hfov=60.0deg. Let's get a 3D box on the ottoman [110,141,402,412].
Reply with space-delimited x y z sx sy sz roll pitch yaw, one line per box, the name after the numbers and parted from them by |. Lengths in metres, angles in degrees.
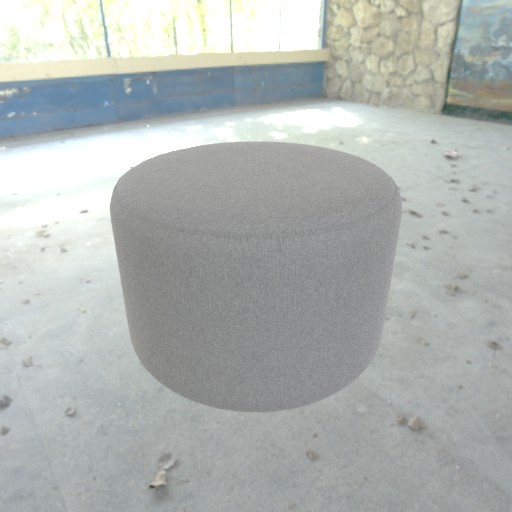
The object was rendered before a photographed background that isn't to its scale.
0.000 0.000 1.026 0.608 0.433 0.608 0 27 0 | ottoman
